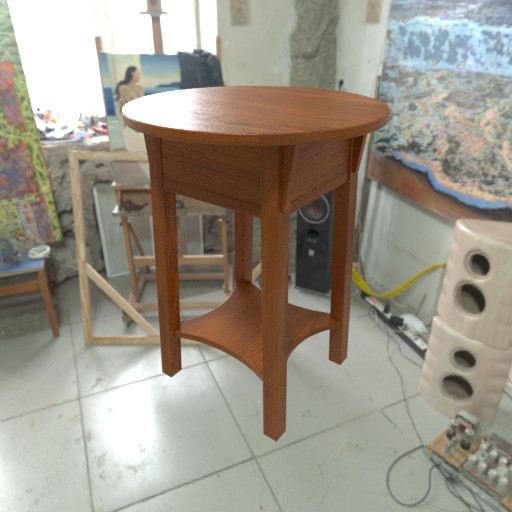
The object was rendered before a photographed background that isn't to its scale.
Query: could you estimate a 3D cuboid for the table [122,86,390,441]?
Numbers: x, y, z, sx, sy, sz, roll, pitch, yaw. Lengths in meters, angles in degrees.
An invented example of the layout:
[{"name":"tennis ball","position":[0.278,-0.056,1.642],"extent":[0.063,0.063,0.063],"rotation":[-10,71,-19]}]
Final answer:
[{"name":"table","position":[0.000,0.000,0.925],"extent":[0.457,0.610,0.457],"rotation":[0,28,0]}]
